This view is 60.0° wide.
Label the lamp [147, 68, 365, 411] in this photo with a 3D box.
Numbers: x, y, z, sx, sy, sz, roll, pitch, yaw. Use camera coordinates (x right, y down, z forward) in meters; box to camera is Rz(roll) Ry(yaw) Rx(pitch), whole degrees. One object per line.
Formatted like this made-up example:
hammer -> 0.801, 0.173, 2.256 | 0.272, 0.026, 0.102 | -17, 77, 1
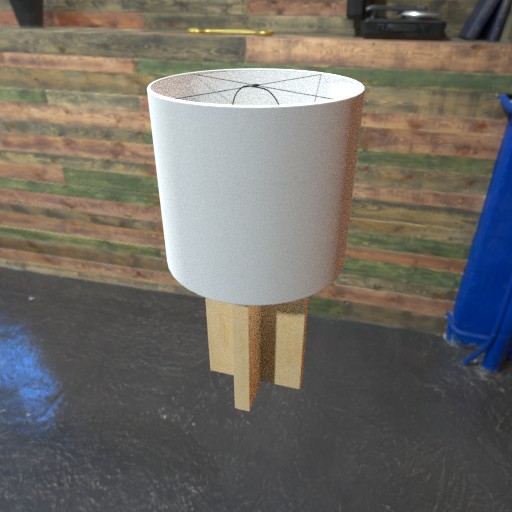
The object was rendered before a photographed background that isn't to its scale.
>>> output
lamp -> 0.000, 0.000, 0.582 | 0.229, 0.428, 0.229 | 8, 31, 14
